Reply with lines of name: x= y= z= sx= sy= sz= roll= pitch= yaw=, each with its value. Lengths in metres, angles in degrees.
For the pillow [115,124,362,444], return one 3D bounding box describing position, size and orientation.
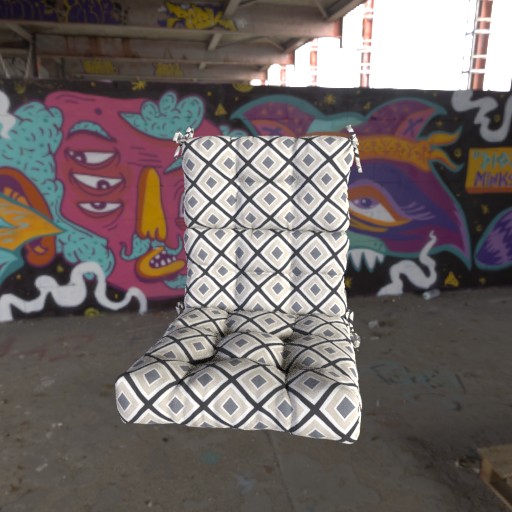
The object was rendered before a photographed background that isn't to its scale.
pillow: x=0.000 y=0.000 z=1.036 sx=0.519 sy=0.605 sz=0.571 roll=2 pitch=14 yaw=9
